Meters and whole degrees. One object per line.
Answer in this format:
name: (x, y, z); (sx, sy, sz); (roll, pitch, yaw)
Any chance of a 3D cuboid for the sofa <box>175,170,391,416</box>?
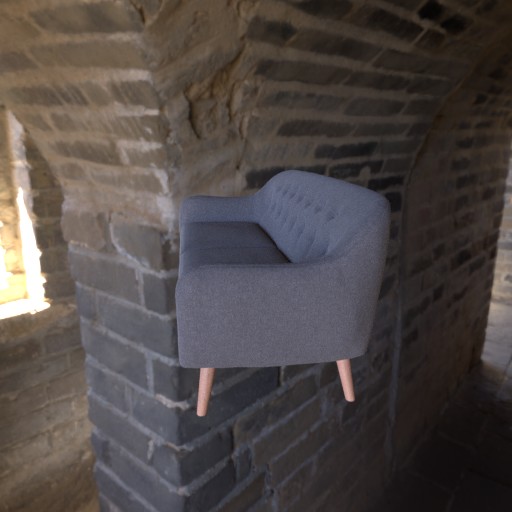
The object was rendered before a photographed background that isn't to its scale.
sofa: (0.000, 0.000, 2.341); (0.820, 0.820, 1.840); (-2, 15, -8)
